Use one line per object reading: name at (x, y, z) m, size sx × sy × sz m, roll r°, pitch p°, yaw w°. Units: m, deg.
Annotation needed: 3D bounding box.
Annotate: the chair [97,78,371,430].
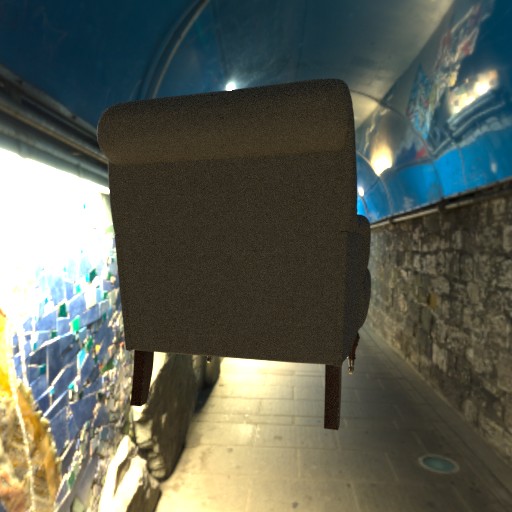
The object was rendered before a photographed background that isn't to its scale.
chair at (0.000, 0.000, 1.578) m, size 0.766 × 0.942 × 0.843 m, roll 0°, pitch 1°, yaw 17°
